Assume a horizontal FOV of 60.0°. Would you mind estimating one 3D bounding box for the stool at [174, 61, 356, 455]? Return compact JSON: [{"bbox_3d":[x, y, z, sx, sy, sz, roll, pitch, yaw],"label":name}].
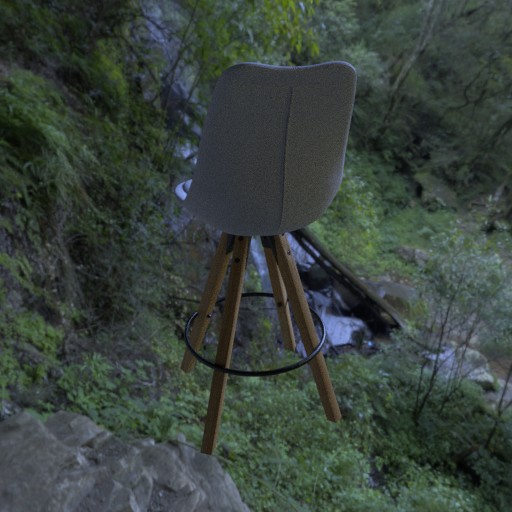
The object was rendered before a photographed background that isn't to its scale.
[{"bbox_3d":[0.000,0.000,1.364,0.484,1.115,0.550,-8,27,-16],"label":"stool"}]
